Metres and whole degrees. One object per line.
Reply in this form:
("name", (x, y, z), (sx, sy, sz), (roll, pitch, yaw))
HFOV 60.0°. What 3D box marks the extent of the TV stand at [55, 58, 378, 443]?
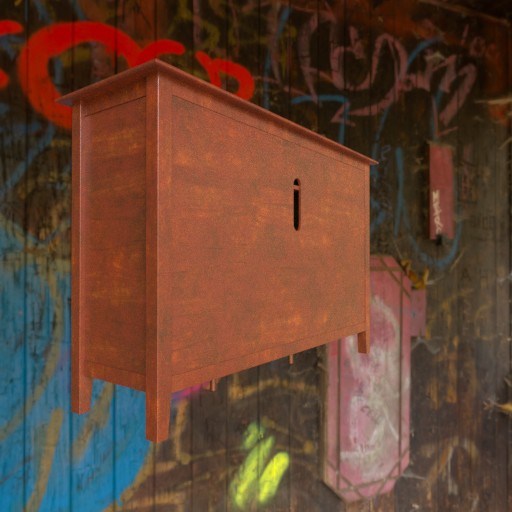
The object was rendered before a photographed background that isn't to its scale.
("TV stand", (0.000, 0.000, 1.707), (0.445, 0.915, 1.372), (0, -1, 37))
